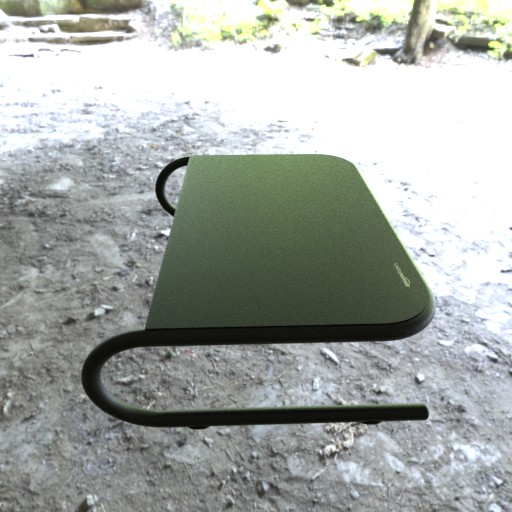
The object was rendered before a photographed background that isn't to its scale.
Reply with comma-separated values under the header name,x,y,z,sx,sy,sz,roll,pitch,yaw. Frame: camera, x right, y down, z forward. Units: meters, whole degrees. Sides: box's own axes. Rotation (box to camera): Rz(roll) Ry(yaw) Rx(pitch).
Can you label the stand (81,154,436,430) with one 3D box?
name,x,y,z,sx,sy,sz,roll,pitch,yaw
stand,0.000,0.000,0.496,0.280,0.108,0.370,-1,33,-2
